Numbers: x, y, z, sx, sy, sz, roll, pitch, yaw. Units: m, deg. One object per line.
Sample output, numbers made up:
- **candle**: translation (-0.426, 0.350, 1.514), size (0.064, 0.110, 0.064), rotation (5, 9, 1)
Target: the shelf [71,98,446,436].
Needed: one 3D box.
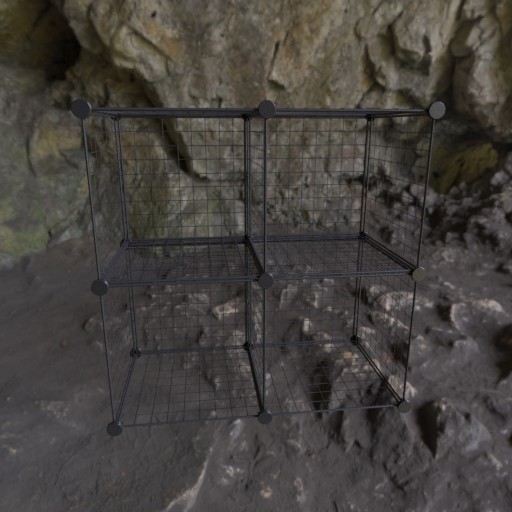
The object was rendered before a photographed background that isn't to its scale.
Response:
- **shelf**: translation (0.000, 0.000, 1.099), size (0.711, 0.711, 0.356), rotation (-2, 16, -7)
